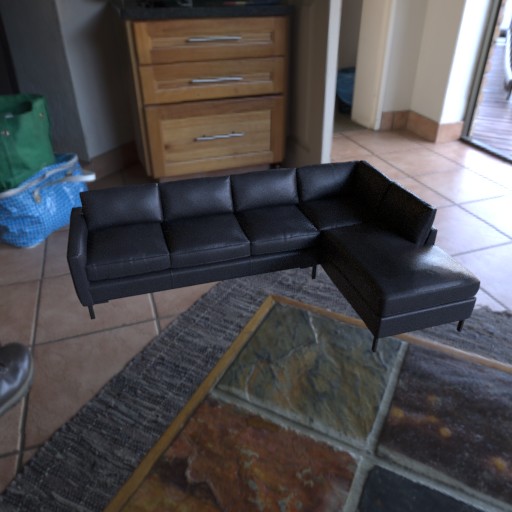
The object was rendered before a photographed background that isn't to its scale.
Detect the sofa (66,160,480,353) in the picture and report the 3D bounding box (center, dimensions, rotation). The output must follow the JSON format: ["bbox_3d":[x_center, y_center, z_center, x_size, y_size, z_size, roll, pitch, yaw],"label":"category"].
[{"bbox_3d":[0.000,0.000,3.763,2.984,0.877,1.938,-9,33,-14],"label":"sofa"}]
